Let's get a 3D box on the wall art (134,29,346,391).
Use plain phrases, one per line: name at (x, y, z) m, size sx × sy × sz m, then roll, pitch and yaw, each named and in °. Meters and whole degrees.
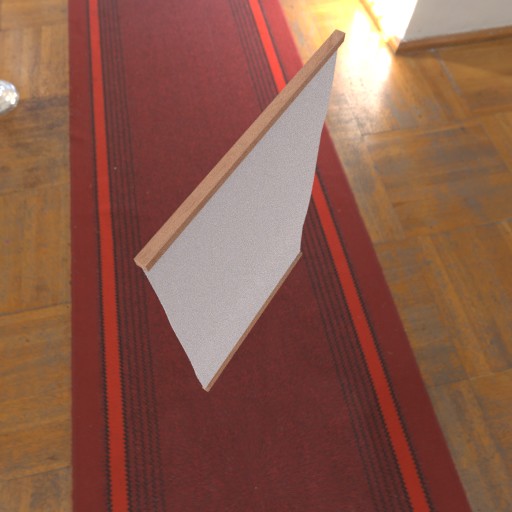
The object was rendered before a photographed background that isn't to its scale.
wall art at (0.000, 0.000, 0.635) m, size 0.012 × 0.508 × 0.332 m, roll 30°, pitch 66°, yaw 15°
